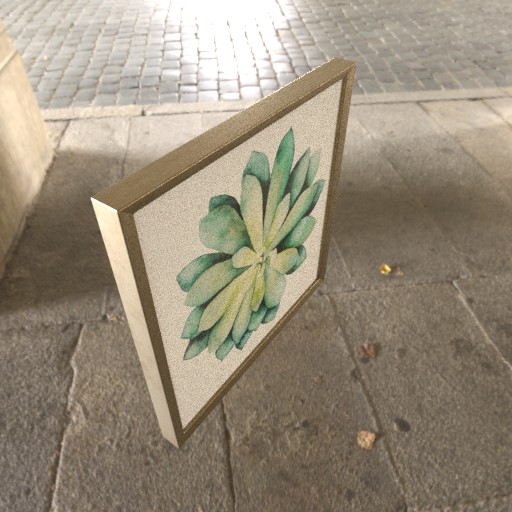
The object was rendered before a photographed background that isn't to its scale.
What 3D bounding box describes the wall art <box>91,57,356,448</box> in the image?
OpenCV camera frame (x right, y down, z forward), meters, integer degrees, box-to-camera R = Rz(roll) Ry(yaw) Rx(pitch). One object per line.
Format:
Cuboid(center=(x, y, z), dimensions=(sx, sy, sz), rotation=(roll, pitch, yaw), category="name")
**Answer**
Cuboid(center=(0.000, 0.000, 0.750), dimensions=(0.040, 0.506, 0.503), rotation=(26, 48, 26), category="wall art")
